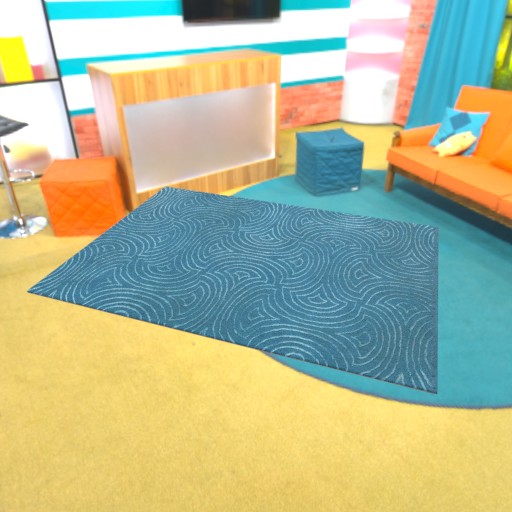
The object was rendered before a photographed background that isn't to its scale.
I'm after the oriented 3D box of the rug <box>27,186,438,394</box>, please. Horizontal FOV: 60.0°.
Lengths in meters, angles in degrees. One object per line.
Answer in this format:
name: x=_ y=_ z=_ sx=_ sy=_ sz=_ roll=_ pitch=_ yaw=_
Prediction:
rug: x=0.000 y=0.000 z=2.764 sx=2.144 sy=0.015 sz=1.543 roll=11 pitch=33 yaw=16
